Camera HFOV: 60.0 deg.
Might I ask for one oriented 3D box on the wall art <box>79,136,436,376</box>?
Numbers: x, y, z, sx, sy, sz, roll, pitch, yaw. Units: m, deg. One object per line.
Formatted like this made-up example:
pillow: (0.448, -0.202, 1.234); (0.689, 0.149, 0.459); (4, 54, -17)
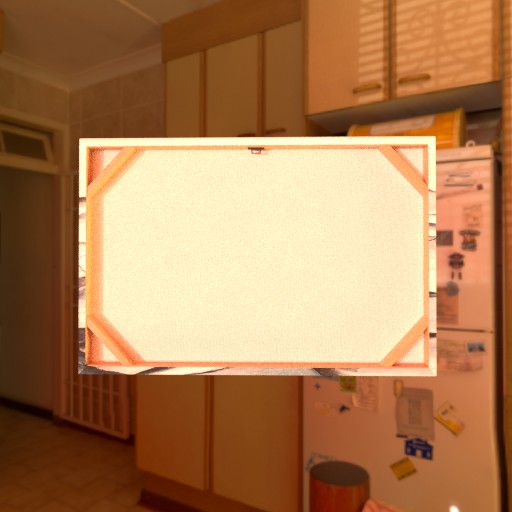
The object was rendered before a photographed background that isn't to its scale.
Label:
wall art: (0.000, 0.000, 1.151); (0.914, 0.609, 0.039); (0, -1, 1)
